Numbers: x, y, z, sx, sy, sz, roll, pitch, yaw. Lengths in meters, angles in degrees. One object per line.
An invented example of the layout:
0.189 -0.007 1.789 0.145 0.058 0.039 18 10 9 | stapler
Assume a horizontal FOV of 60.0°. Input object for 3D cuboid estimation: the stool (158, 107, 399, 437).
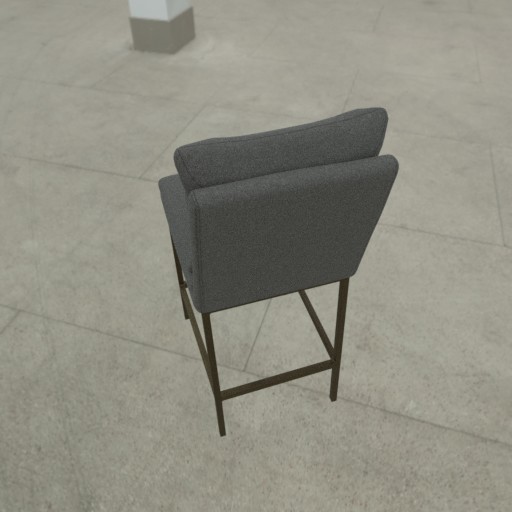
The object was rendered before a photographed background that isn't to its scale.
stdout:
0.000 0.000 1.329 0.463 1.030 0.569 -13 45 -13 | stool
